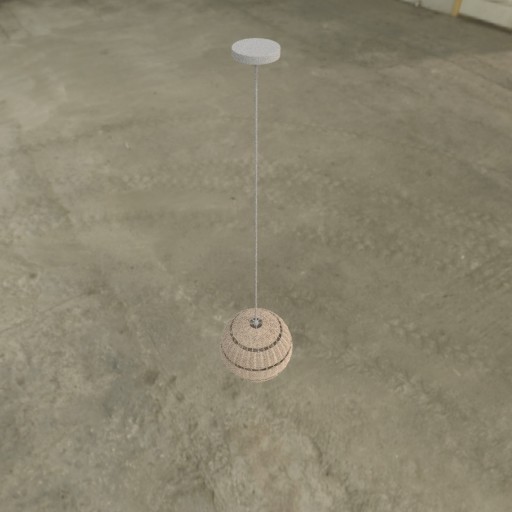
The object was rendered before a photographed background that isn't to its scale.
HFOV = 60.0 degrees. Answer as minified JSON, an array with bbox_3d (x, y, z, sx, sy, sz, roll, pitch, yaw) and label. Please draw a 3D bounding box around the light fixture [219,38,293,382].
[{"bbox_3d":[0.000,0.000,2.229,0.457,2.019,0.457,-3,45,-4],"label":"light fixture"}]
